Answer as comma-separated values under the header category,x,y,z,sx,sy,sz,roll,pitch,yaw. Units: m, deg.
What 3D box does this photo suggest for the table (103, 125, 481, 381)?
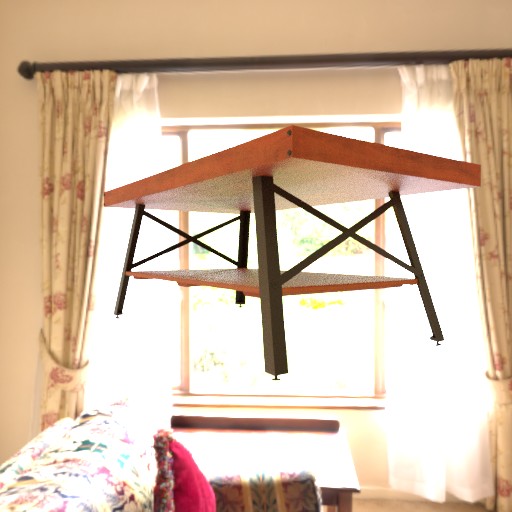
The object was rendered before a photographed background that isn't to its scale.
category,x,y,z,sx,sy,sz,roll,pitch,yaw
table,0.000,0.000,1.358,0.610,0.457,1.067,-1,1,-35
